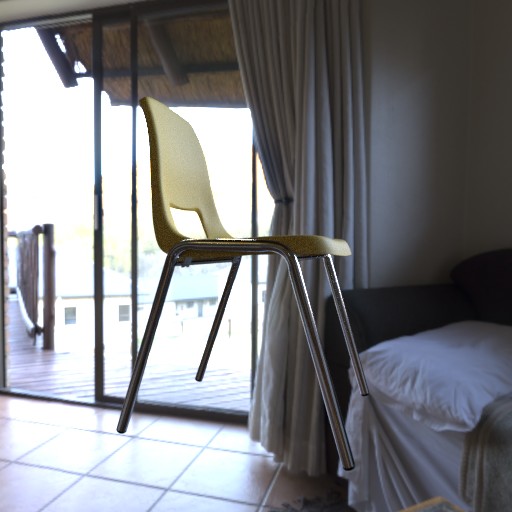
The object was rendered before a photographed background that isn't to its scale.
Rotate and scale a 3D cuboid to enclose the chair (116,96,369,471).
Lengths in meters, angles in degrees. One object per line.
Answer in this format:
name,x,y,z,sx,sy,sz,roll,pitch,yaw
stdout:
chair,0.000,0.000,0.914,0.436,0.653,0.381,0,1,18
